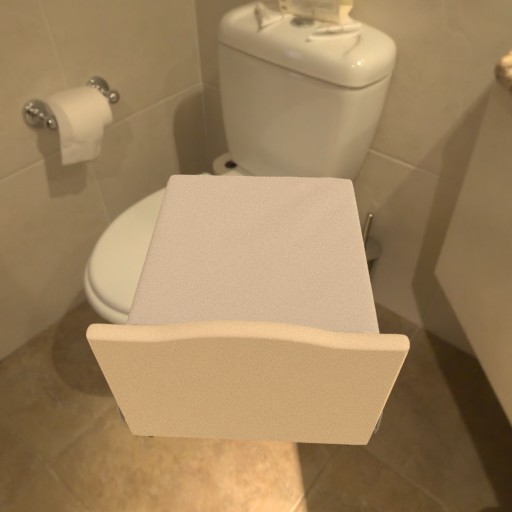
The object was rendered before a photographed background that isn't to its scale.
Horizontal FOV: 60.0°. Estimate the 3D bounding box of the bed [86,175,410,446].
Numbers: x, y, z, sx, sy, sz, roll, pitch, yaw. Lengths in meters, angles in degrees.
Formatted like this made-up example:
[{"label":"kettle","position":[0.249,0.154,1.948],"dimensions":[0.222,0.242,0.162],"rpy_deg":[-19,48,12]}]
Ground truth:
[{"label":"bed","position":[0.000,0.000,3.605],"dimensions":[1.977,1.437,2.477],"rpy_deg":[2,46,2]}]
